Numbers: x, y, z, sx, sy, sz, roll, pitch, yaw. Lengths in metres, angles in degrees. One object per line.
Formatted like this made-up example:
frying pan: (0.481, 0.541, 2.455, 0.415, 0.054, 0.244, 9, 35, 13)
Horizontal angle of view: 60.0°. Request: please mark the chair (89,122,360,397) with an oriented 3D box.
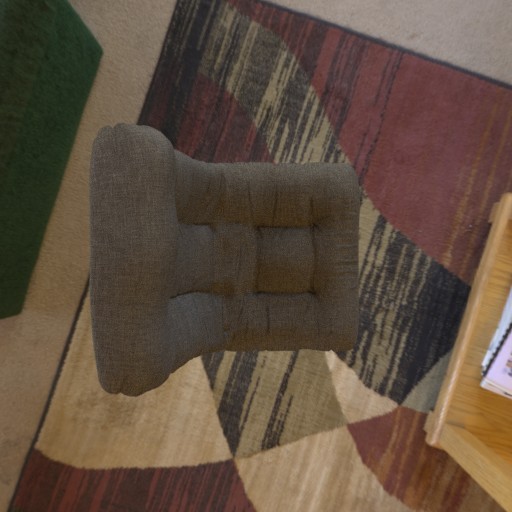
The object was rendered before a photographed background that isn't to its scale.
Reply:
chair: (0.000, 0.000, 1.226, 0.668, 0.749, 0.597, 0, 90, -1)
